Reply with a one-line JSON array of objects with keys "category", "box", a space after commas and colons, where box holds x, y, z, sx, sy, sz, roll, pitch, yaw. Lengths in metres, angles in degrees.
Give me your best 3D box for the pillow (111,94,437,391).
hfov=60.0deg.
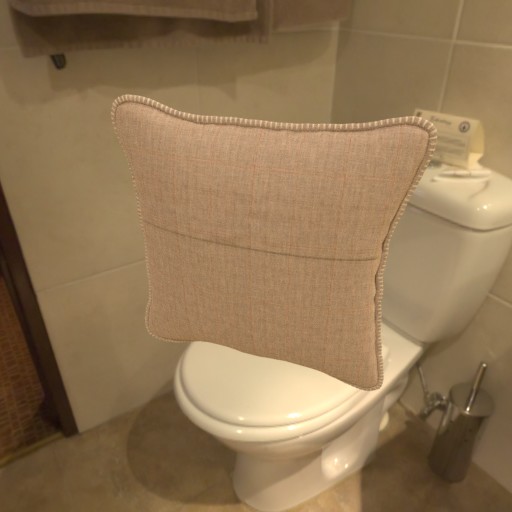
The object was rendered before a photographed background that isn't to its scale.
[{"category": "pillow", "box": [0.000, 0.000, 0.744, 0.485, 0.494, 0.124, 10, 33, 16]}]
